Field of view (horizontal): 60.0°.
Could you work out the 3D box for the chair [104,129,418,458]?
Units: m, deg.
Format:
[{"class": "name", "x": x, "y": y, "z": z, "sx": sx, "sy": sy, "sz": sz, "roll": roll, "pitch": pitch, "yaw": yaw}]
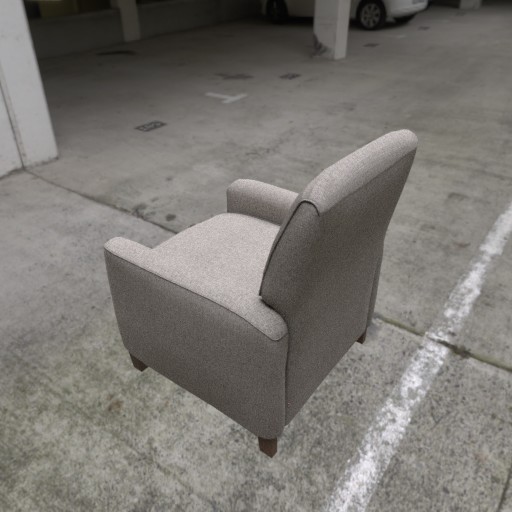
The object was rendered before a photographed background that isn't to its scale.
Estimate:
[{"class": "chair", "x": 0.000, "y": 0.000, "z": 1.691, "sx": 0.864, "sy": 1.014, "sz": 0.848, "roll": 21, "pitch": 37, "yaw": 31}]
